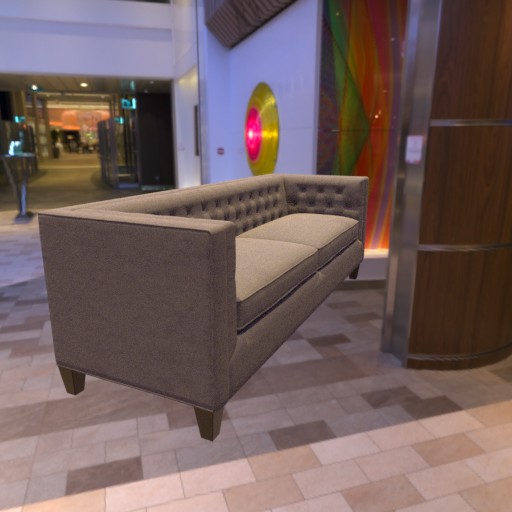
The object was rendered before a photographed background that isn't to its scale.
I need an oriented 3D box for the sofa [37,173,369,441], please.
[{"bbox_3d":[0.000,0.000,2.505,0.775,0.762,2.159,7,16,25],"label":"sofa"}]
